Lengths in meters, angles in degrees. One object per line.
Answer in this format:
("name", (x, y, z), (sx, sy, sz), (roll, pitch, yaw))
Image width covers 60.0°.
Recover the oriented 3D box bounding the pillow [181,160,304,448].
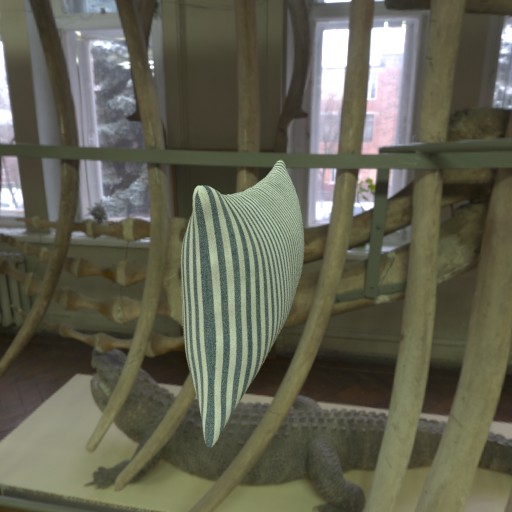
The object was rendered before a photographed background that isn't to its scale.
("pillow", (0.000, 0.000, 0.750), (0.151, 0.295, 0.617), (3, 15, 10))
